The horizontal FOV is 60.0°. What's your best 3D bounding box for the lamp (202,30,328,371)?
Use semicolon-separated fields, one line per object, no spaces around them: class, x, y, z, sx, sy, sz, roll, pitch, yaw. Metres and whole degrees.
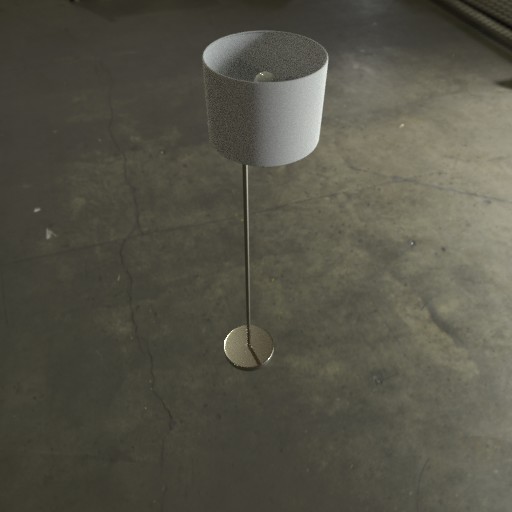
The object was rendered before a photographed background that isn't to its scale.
lamp;0.000;0.000;1.750;0.324;1.600;0.416;-24;51;-21
